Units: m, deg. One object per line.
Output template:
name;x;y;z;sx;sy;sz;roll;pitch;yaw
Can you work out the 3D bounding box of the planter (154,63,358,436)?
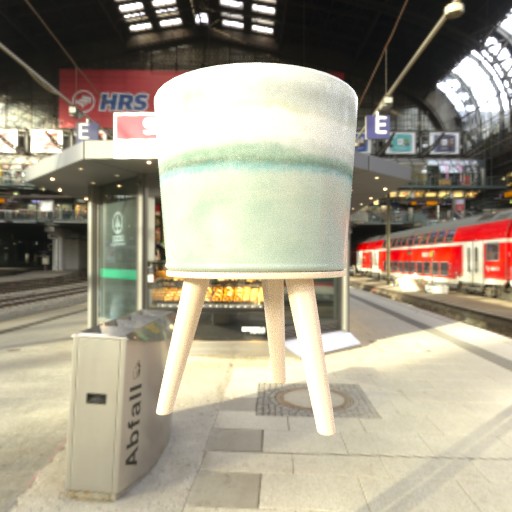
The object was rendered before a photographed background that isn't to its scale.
planter;0.000;0.000;0.590;0.265;0.404;0.265;0;0;1
